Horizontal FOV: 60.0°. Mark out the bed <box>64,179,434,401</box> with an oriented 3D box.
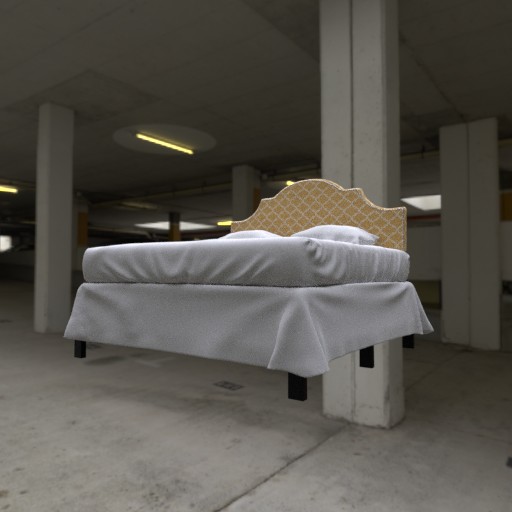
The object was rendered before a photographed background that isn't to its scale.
[{"bbox_3d":[0.000,0.000,3.703,2.314,1.601,2.222,-1,-3,36],"label":"bed"}]
